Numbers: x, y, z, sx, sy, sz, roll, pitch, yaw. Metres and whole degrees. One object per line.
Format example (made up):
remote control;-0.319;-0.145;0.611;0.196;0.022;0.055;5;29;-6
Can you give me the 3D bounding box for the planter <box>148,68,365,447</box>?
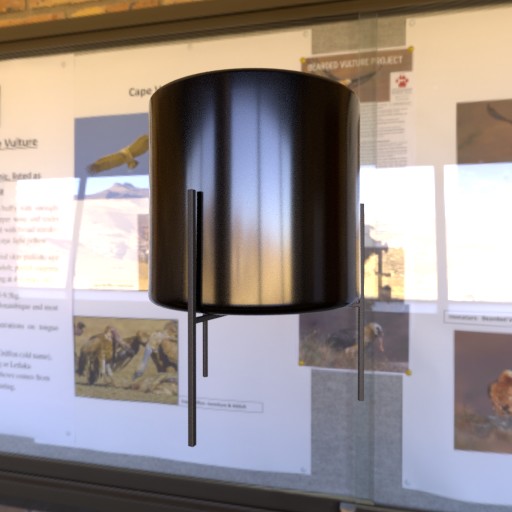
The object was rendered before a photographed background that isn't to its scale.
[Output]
planter;0.000;0.000;0.654;0.310;0.432;0.310;0;1;-18
